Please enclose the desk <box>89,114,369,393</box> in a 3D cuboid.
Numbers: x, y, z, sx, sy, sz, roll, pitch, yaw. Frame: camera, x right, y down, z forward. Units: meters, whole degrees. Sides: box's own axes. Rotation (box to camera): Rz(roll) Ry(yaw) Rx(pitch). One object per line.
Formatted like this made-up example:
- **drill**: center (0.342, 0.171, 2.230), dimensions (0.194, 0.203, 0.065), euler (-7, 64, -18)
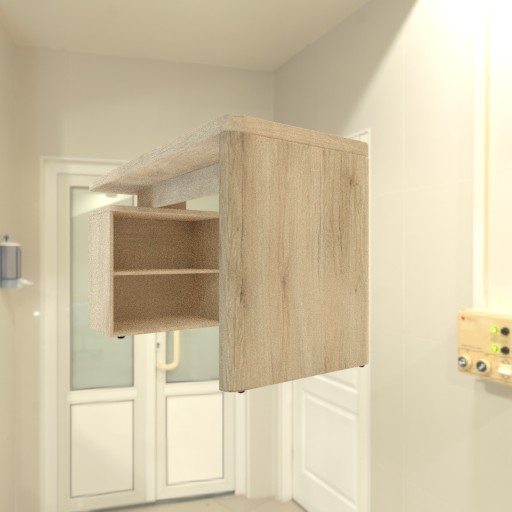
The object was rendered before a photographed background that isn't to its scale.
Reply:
- **desk**: center (0.000, 0.000, 2.087), dimensions (1.175, 0.770, 1.400), euler (0, 0, -35)
